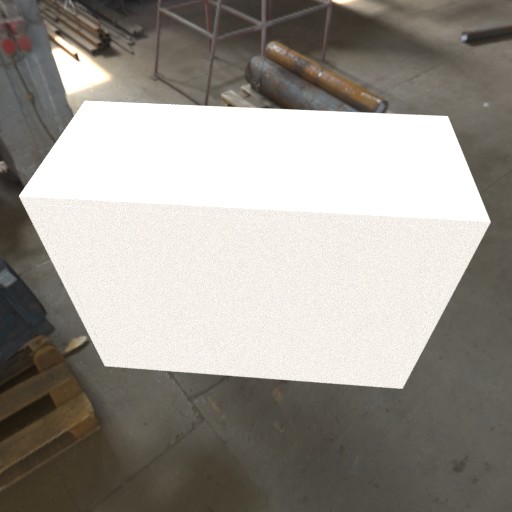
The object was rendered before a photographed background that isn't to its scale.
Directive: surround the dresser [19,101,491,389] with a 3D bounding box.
[{"bbox_3d":[0.000,0.000,1.486,1.100,0.820,0.460,3,47,3],"label":"dresser"}]
